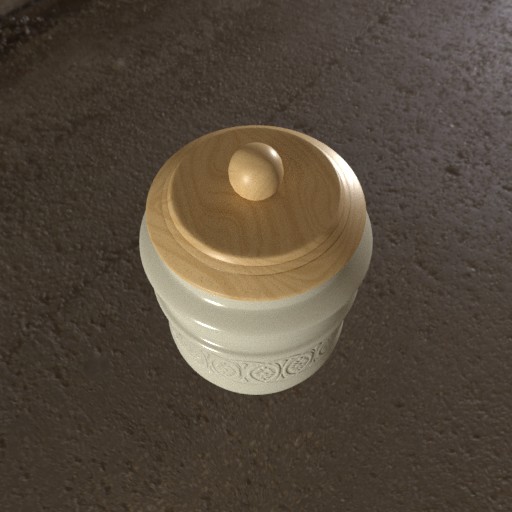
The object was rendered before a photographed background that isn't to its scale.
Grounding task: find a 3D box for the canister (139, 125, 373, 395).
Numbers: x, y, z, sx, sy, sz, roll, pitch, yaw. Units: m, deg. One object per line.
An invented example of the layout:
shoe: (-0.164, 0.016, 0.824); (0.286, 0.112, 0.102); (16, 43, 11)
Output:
canister: (0.000, 0.000, 0.273); (0.130, 0.176, 0.130); (0, 58, 0)
